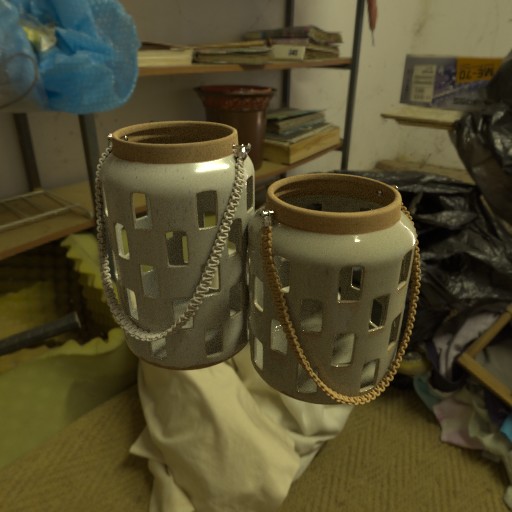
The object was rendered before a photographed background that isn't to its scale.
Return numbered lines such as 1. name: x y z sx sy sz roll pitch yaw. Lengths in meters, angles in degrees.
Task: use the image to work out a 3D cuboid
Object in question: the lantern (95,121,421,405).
1. lantern: 0.000 0.000 0.486 0.347 0.255 0.184 8 27 16
